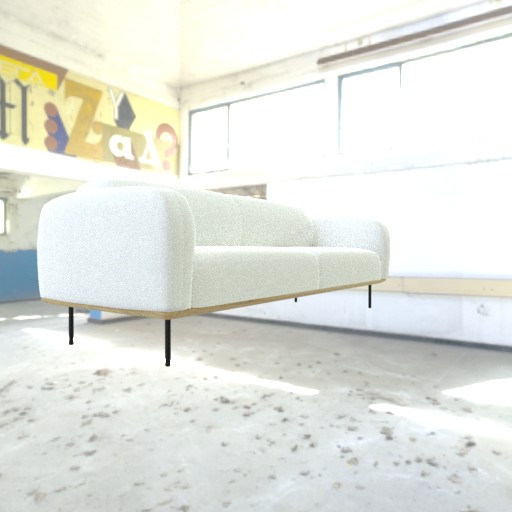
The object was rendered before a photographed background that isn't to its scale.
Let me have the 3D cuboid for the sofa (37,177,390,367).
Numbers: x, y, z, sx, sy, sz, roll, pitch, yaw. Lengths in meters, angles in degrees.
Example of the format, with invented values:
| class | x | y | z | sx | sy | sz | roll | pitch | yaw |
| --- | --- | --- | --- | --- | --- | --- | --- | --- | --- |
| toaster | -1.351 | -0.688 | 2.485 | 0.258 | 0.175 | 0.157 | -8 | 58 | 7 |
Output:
| class | x | y | z | sx | sy | sz | roll | pitch | yaw |
| --- | --- | --- | --- | --- | --- | --- | --- | --- | --- |
| sofa | 0.000 | 0.000 | 2.607 | 0.870 | 0.780 | 2.280 | 1 | 1 | 36 |
